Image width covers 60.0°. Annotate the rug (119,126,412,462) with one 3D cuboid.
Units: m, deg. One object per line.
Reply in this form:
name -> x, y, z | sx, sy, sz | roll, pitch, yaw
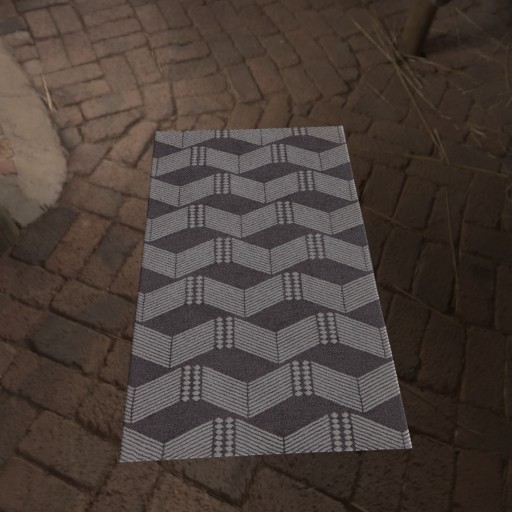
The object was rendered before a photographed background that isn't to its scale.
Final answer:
rug -> 0.000, 0.000, 2.937 | 1.517, 0.011, 2.435 | -2, 58, -1
